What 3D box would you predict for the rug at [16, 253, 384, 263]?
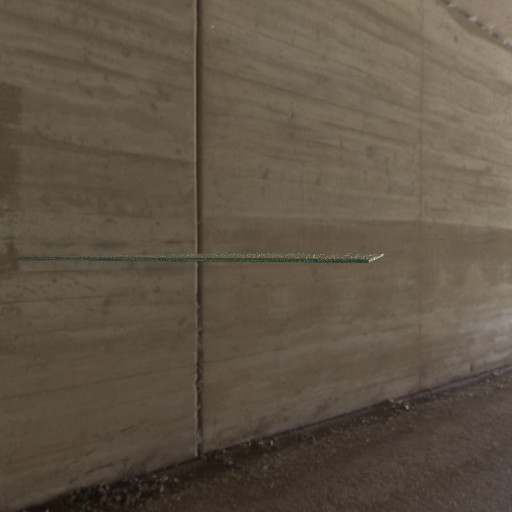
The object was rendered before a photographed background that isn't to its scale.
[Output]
[{"bbox_3d":[0.000,0.000,2.251,1.212,0.010,1.811,0,1,17],"label":"rug"}]
